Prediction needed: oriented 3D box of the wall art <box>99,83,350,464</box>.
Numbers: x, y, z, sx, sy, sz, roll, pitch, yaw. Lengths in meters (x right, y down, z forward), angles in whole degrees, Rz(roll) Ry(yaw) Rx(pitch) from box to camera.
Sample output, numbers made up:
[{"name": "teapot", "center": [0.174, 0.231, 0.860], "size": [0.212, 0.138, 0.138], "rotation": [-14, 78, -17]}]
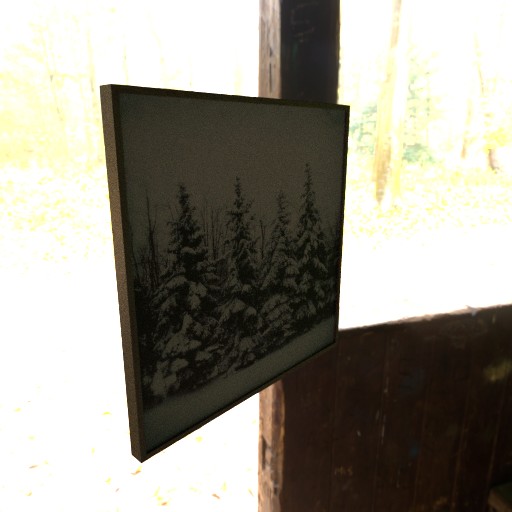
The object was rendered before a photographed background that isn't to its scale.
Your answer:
[{"name": "wall art", "center": [0.000, 0.000, 1.124], "size": [0.039, 0.758, 0.758], "rotation": [14, 20, 41]}]
